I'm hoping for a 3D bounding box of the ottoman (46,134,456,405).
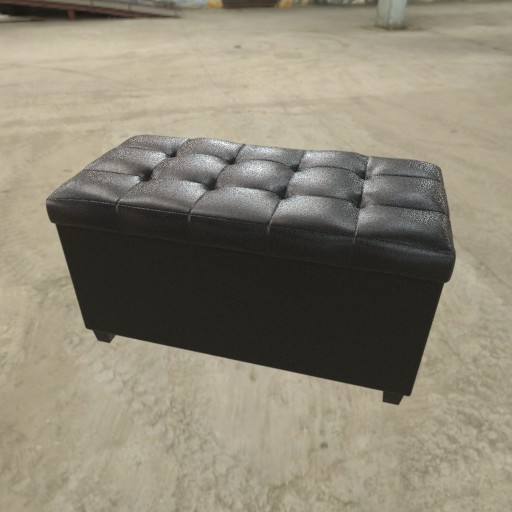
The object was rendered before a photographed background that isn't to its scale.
[{"bbox_3d":[0.000,0.000,1.129,0.838,0.470,0.432,9,35,13],"label":"ottoman"}]
